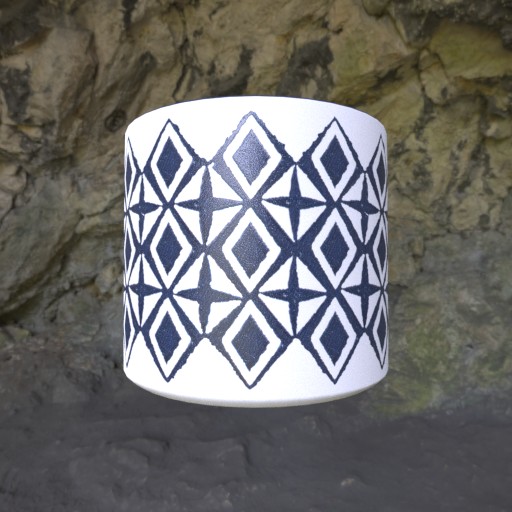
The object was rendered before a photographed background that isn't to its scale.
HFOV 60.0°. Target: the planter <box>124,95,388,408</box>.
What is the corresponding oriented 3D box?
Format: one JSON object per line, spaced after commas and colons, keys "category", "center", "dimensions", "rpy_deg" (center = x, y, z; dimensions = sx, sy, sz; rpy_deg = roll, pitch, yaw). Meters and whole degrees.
{"category": "planter", "center": [0.000, 0.000, 0.318], "dimensions": [0.182, 0.165, 0.182], "rpy_deg": [0, -1, 0]}
